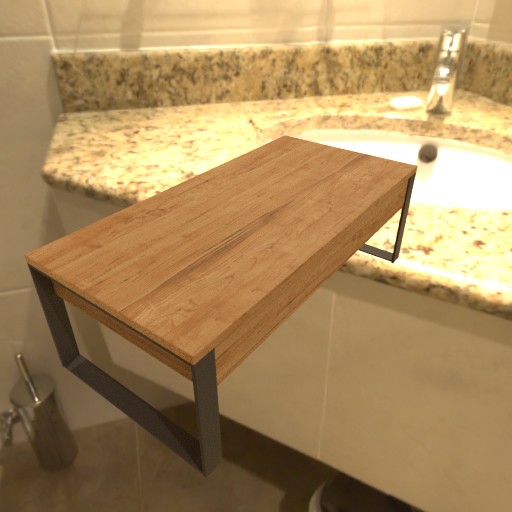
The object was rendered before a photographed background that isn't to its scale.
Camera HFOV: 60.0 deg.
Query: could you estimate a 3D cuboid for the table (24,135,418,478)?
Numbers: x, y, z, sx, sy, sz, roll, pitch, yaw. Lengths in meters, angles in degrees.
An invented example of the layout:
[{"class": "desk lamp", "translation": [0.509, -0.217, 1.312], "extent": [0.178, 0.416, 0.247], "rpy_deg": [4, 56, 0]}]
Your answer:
[{"class": "table", "translation": [0.000, 0.000, 1.474], "extent": [0.590, 0.400, 1.180], "rpy_deg": [22, 39, 30]}]
